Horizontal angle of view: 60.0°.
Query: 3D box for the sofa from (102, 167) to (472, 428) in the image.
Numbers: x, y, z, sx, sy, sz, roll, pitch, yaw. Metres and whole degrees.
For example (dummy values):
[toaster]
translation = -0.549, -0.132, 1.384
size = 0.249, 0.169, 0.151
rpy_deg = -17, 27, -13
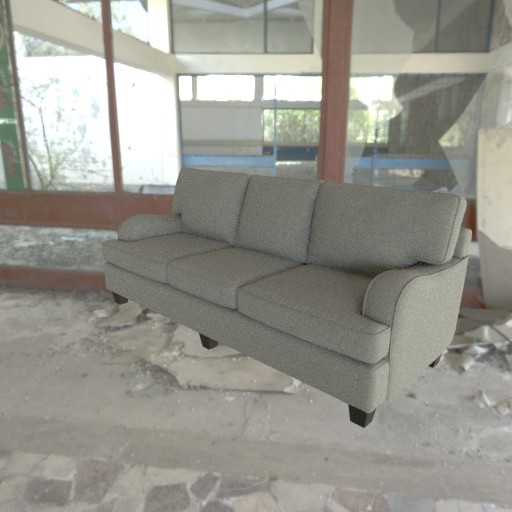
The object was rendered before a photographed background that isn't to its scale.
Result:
[sofa]
translation = 0.000, 0.000, 2.878
size = 2.323, 0.997, 1.016
rpy_deg = 14, 21, 42
